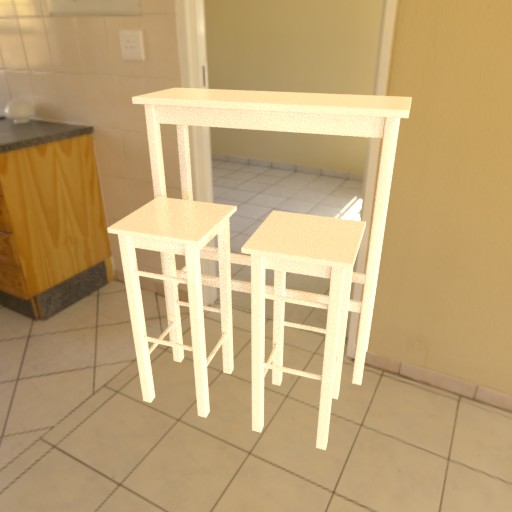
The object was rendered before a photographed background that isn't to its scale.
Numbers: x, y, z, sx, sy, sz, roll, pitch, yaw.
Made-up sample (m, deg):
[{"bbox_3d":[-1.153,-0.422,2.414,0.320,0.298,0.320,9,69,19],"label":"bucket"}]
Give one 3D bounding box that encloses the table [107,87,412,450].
[{"bbox_3d":[0.000,0.000,1.623,0.915,1.065,0.650,9,28,17],"label":"table"}]
